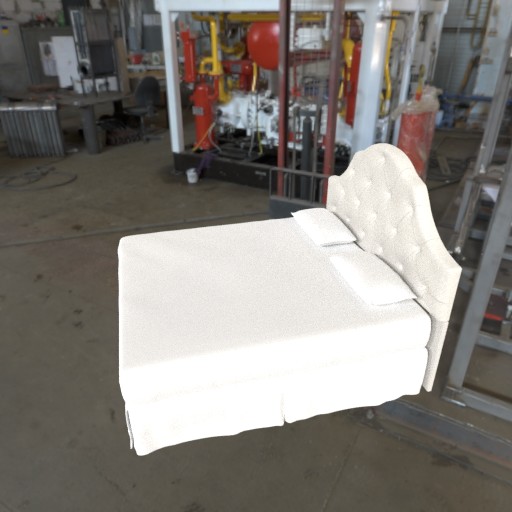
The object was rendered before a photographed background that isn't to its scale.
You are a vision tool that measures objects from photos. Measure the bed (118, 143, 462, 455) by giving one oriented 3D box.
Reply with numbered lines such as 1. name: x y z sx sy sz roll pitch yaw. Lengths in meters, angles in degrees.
1. bed: 0.000 0.000 3.535 2.214 1.615 2.008 -7 29 -13
